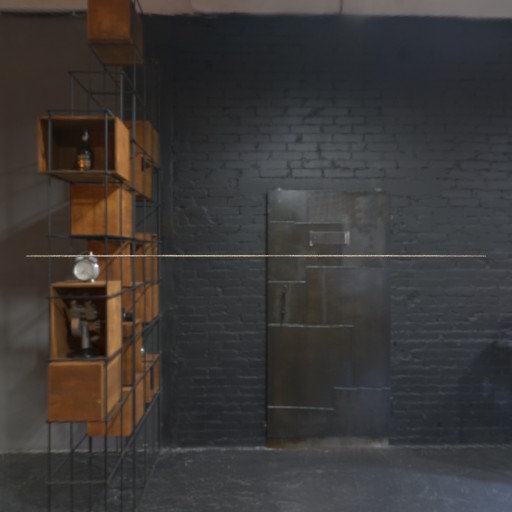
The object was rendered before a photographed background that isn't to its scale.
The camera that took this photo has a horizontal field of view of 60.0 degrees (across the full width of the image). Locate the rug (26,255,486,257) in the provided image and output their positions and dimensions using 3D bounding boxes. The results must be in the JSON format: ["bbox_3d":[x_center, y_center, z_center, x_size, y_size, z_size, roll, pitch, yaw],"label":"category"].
[{"bbox_3d":[0.000,0.000,4.153,3.048,0.012,2.444,0,0,0],"label":"rug"}]
